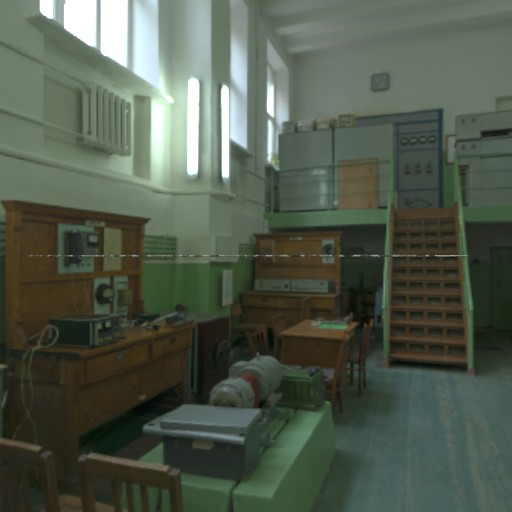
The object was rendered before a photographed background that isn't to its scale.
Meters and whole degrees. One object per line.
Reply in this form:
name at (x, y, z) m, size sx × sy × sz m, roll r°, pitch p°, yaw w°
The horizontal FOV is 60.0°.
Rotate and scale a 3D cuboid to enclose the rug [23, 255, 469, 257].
rug at (0.000, 0.000, 2.258) m, size 1.829 × 0.008 × 1.219 m, roll 0°, pitch 0°, yaw 18°
